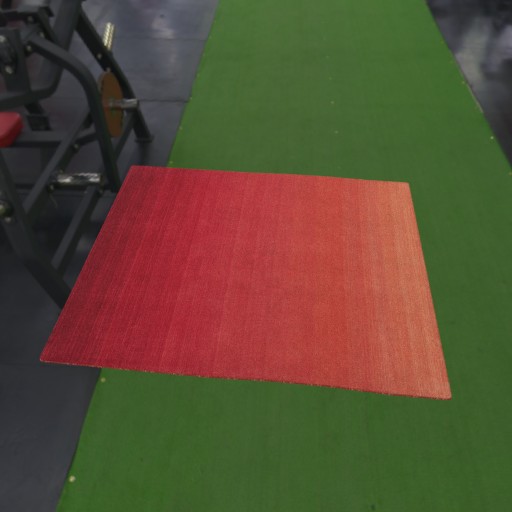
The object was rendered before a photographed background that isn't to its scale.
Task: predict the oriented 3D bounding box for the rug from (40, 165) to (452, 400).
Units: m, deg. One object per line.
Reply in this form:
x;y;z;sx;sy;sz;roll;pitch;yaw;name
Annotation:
0.000;0.000;3.866;2.905;0.028;2.340;4;48;4;rug
